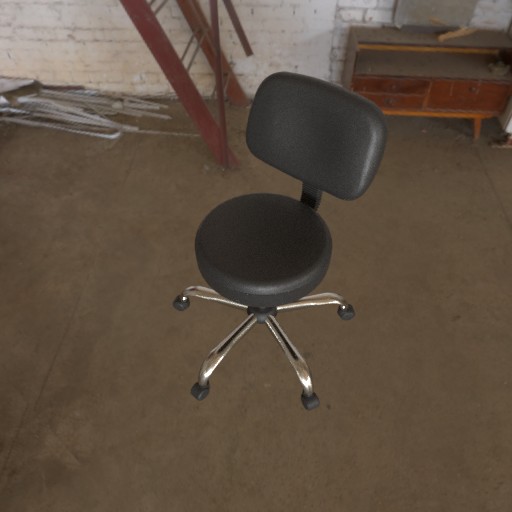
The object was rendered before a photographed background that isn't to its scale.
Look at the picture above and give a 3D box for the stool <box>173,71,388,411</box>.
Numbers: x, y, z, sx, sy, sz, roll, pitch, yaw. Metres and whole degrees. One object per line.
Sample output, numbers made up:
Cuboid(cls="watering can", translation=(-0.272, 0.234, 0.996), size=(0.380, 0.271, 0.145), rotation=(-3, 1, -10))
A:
Cuboid(cls="stool", translation=(0.000, 0.000, 1.324), size=(0.673, 0.862, 0.648), rotation=(31, 54, 25))
